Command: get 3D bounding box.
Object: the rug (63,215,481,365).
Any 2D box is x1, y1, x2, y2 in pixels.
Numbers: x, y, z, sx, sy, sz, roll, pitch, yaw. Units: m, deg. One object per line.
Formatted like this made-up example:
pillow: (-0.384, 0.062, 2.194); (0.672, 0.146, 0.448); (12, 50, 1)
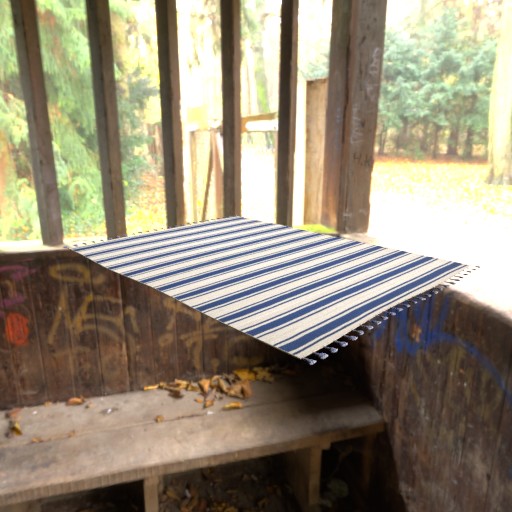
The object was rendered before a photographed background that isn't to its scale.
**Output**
rug: (0.000, 0.000, 4.379); (2.471, 0.016, 3.416); (-15, 22, -42)
